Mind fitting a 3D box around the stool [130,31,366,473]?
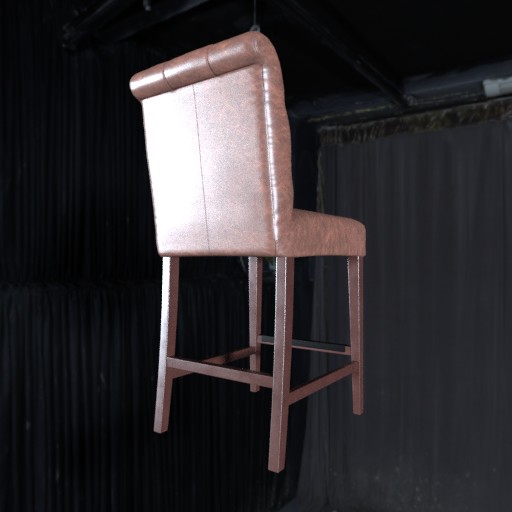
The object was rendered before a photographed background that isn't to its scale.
[{"bbox_3d":[0.000,0.000,1.421,0.486,1.084,0.660,0,0,36],"label":"stool"}]
